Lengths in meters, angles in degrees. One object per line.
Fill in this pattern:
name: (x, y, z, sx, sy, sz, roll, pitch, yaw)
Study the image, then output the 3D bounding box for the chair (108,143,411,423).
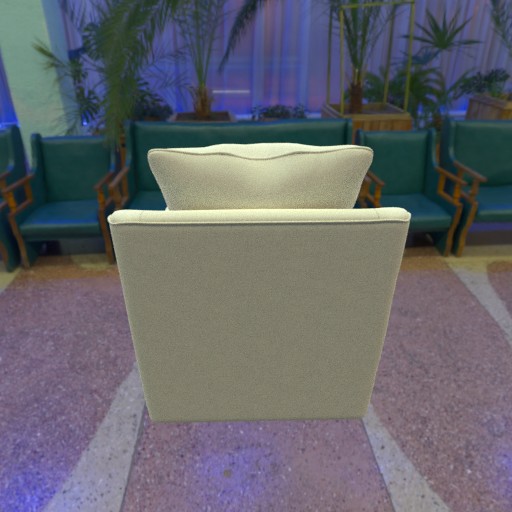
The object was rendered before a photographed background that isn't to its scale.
chair: (0.000, 0.000, 1.601, 0.756, 0.965, 0.876, -1, 29, -1)
